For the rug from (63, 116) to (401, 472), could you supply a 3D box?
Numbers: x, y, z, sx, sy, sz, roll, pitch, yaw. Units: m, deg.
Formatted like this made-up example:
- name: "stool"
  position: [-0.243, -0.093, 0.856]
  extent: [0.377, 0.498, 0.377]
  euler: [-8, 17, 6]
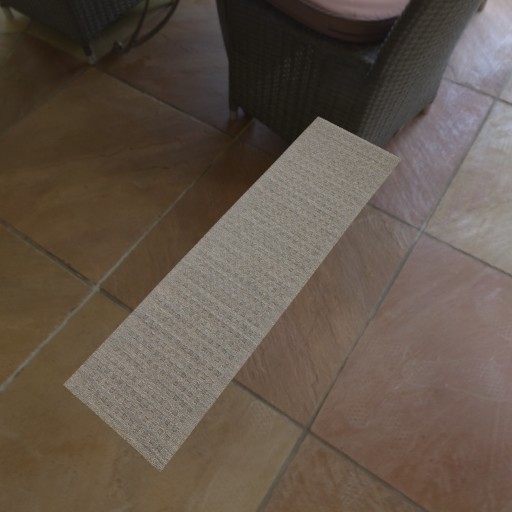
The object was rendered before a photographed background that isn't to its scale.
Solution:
- name: "rug"
  position: [0.000, 0.000, 2.686]
  extent: [0.688, 0.005, 2.437]
  euler: [33, 66, 17]
